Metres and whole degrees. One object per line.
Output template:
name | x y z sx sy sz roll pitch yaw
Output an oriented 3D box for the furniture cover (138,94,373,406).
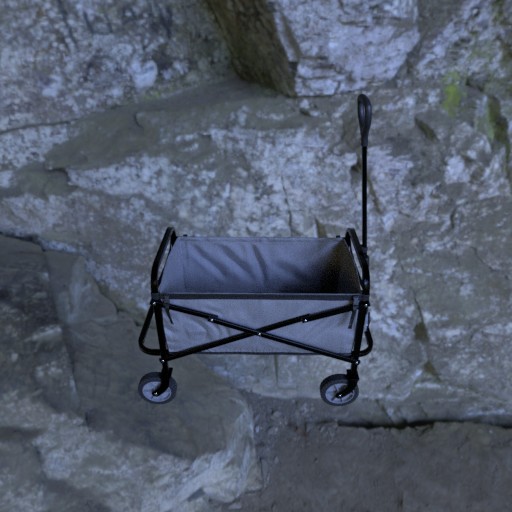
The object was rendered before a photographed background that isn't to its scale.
furniture cover | 0.000 0.000 1.857 1.038 1.295 0.532 0 31 1
